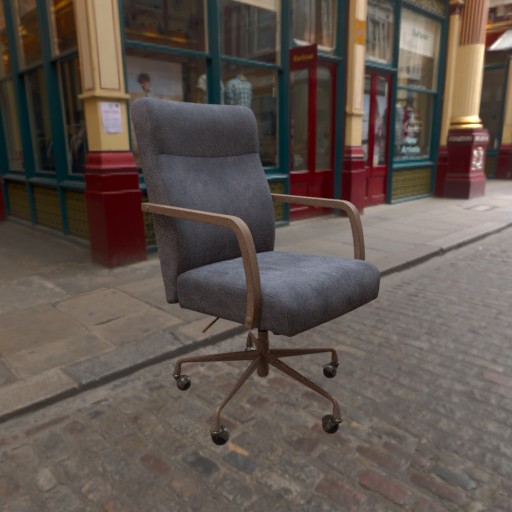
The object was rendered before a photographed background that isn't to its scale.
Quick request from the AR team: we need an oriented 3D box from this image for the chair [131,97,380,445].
[{"bbox_3d":[0.000,0.000,1.498,0.741,1.029,0.640,13,19,43],"label":"chair"}]
